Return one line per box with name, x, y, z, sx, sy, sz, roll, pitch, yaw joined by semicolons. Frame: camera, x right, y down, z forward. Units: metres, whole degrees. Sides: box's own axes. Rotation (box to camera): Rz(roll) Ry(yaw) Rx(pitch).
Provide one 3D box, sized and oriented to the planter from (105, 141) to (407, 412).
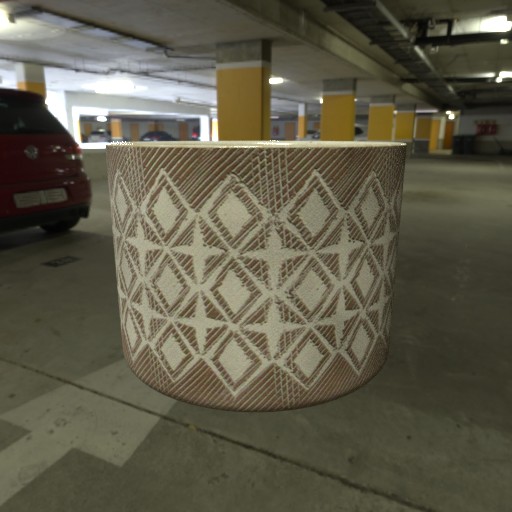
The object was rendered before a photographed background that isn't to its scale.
planter;0.000;0.000;0.209;0.126;0.104;0.126;0;15;0
